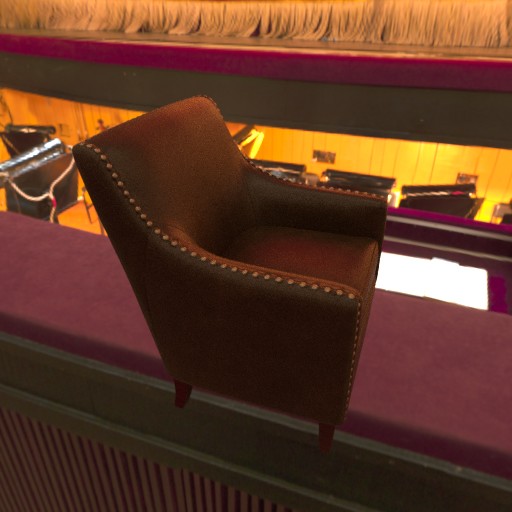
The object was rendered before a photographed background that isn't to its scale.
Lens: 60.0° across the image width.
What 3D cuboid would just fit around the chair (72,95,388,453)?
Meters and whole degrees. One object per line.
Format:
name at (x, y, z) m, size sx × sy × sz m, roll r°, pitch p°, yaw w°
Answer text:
chair at (0.000, 0.000, 1.345) m, size 0.704 × 0.813 × 0.639 m, roll 11°, pitch 32°, yaw 17°
